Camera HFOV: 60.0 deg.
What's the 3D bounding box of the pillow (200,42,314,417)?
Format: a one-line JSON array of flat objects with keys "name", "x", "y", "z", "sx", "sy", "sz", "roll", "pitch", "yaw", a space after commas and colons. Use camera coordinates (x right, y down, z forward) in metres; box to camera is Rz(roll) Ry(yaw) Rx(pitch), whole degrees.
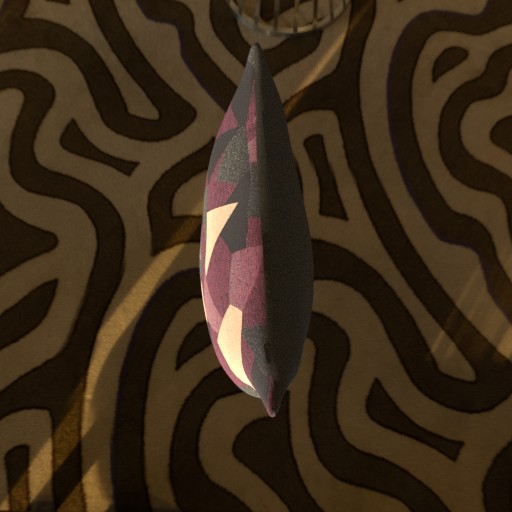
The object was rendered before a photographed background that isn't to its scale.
[{"name": "pillow", "x": 0.000, "y": 0.000, "z": 0.783, "sx": 0.208, "sy": 0.496, "sz": 0.503, "roll": -2, "pitch": 75, "yaw": -1}]
